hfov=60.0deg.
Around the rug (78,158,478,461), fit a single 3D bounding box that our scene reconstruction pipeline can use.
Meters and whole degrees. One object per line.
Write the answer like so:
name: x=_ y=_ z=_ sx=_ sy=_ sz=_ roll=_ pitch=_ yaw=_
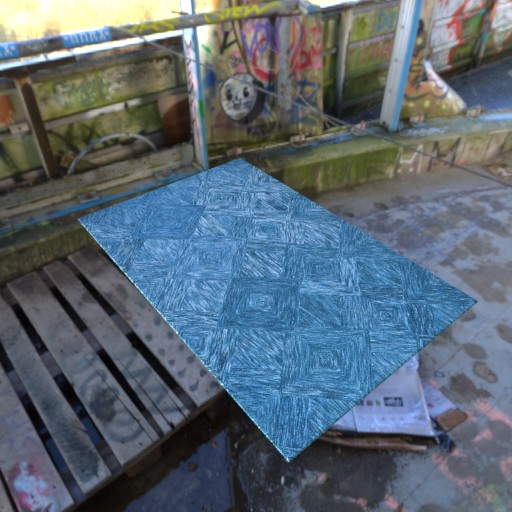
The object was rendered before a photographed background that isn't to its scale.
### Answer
rug: x=0.000 y=0.000 z=2.905 sx=1.490 sy=0.015 sz=2.277 roll=-28 pitch=47 yaw=-29
